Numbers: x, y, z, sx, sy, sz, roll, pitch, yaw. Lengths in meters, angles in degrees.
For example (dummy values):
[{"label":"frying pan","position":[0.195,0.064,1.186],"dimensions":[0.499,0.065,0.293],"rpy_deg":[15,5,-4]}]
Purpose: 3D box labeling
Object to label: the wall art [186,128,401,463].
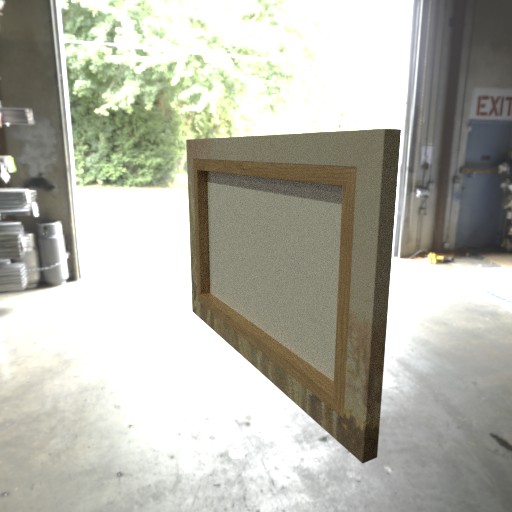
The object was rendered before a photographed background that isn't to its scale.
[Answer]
[{"label":"wall art","position":[0.000,0.000,1.164],"dimensions":[0.040,0.608,0.916],"rpy_deg":[-7,15,-27]}]
